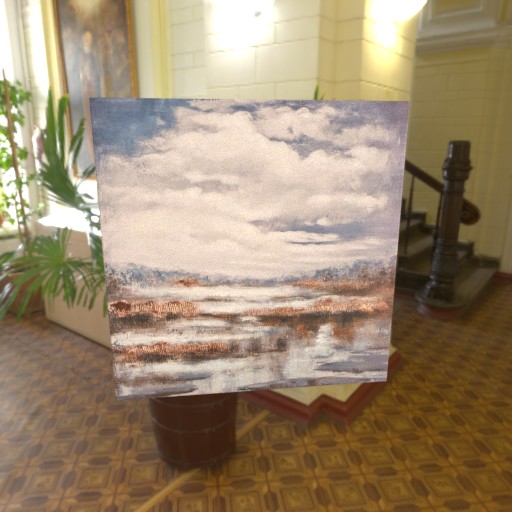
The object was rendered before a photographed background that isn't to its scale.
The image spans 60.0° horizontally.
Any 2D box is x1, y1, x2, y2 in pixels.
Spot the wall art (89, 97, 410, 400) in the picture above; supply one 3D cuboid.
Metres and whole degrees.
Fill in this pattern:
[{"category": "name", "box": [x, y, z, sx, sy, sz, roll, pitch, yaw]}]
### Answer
[{"category": "wall art", "box": [0.000, 0.000, 1.531, 1.010, 1.020, 0.040, -2, 15, -7]}]
